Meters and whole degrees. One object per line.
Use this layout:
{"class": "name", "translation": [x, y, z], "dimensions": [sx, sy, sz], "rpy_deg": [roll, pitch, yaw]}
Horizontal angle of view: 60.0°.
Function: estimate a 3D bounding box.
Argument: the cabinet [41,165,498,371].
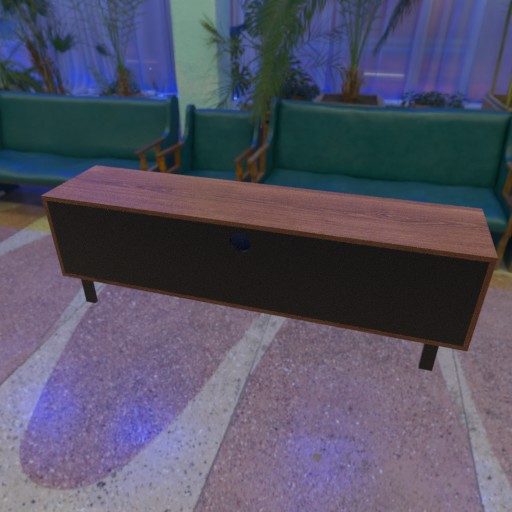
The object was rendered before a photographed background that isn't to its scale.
{"class": "cabinet", "translation": [0.000, 0.000, 1.838], "dimensions": [1.650, 0.500, 0.400], "rpy_deg": [9, 32, 14]}
